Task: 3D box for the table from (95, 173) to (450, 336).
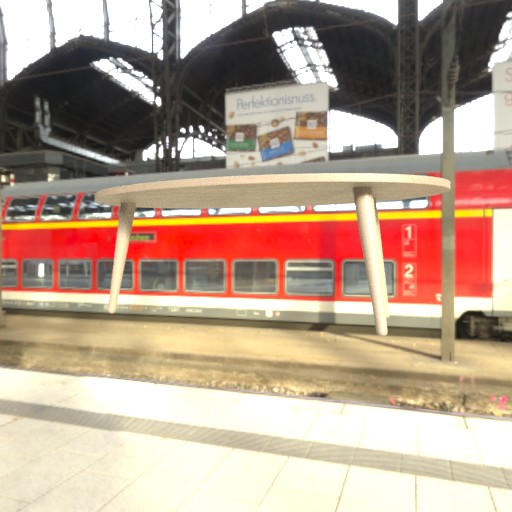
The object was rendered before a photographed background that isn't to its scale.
[{"bbox_3d":[0.000,0.000,1.344,1.083,0.390,0.542,0,0,18],"label":"table"}]
